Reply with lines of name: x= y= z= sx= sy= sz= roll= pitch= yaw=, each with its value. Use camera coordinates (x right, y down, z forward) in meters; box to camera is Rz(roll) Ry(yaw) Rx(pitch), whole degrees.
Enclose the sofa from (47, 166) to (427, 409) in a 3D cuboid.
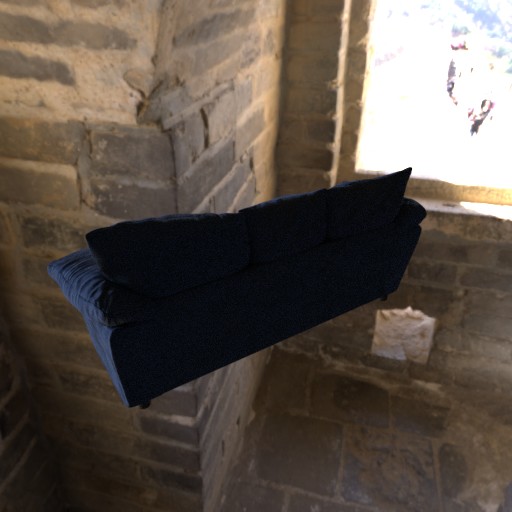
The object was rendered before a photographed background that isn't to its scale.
sofa: x=0.000 y=0.000 z=2.896 sx=2.390 sy=1.091 sz=0.907 roll=-17 pitch=32 yaw=-30
